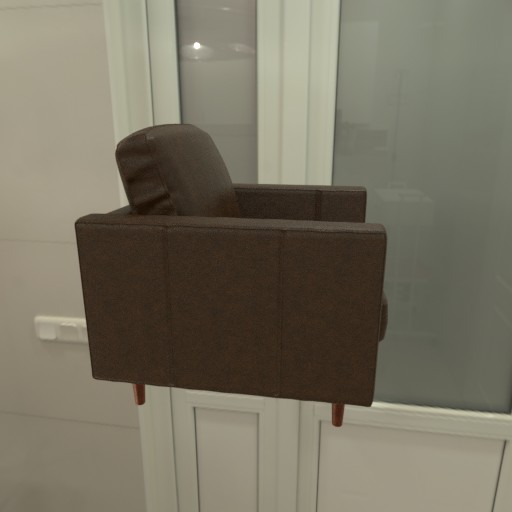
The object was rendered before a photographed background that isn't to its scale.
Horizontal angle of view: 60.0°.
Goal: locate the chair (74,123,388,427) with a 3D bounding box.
[{"bbox_3d":[0.000,0.000,1.669,0.909,0.956,0.890,3,17,9],"label":"chair"}]
